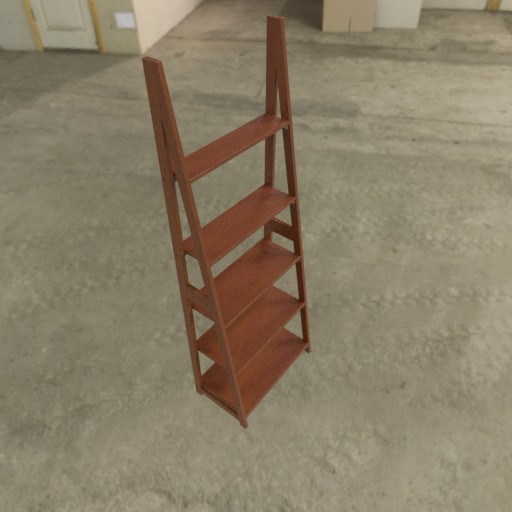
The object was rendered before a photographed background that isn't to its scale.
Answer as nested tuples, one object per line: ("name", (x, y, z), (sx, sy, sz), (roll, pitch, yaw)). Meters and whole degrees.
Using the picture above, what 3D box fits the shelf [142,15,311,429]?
("shelf", (0.000, 0.000, 1.980), (0.356, 1.780, 0.630), (27, 48, 27))
